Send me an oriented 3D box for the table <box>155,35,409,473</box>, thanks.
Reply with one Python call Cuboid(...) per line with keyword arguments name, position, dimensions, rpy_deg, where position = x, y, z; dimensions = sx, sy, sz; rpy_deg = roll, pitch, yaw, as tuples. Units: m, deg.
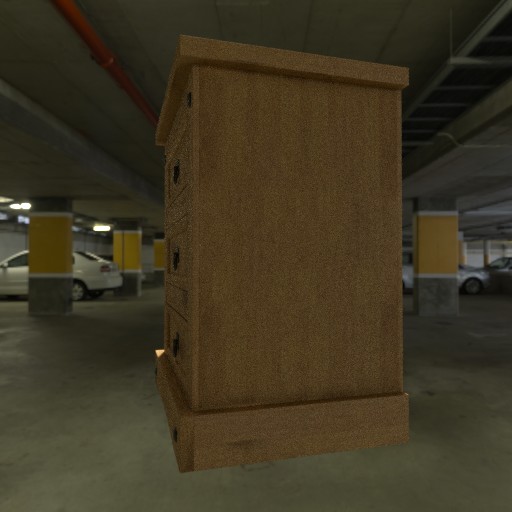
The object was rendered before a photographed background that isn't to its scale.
Cuboid(name="table", position=(0.000, 0.000, 1.206), dimensions=(0.500, 0.813, 0.660), rpy_deg=(0, -1, -17))
